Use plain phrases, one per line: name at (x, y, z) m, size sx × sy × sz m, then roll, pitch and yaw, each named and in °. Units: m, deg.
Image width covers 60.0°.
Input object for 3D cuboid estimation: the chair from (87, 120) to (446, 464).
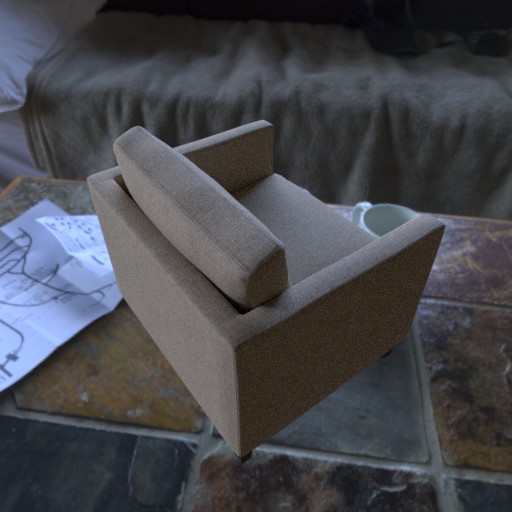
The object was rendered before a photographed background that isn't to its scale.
chair at (0.000, 0.000, 1.875) m, size 0.959 × 0.987 × 1.107 m, roll -26°, pitch 48°, yaw -27°
